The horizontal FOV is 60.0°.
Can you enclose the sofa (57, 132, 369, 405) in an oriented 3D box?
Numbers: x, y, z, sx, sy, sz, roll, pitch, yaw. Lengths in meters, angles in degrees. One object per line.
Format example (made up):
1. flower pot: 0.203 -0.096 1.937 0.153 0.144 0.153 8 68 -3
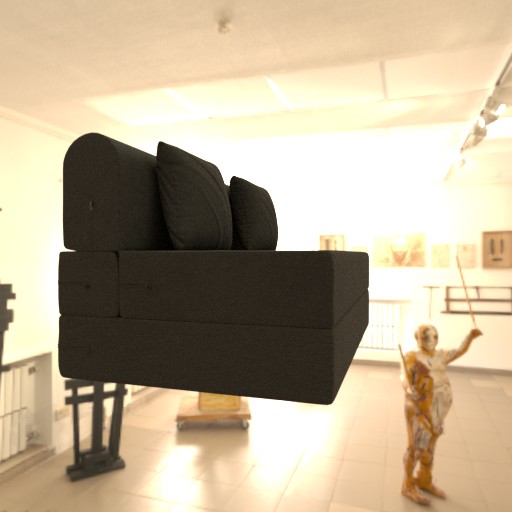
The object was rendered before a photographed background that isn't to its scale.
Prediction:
1. sofa: 0.000 0.000 1.682 0.762 0.670 1.225 0 0 18
